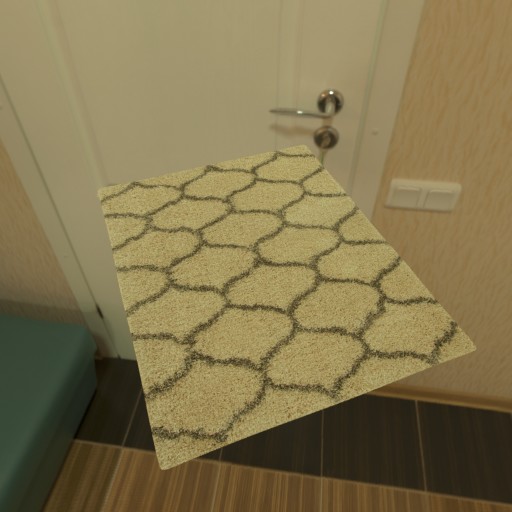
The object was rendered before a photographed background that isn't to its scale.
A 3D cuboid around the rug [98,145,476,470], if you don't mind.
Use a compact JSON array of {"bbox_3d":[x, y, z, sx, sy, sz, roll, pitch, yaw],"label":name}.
[{"bbox_3d":[0.000,0.000,3.974,2.399,0.026,3.000,-15,48,-14],"label":"rug"}]
